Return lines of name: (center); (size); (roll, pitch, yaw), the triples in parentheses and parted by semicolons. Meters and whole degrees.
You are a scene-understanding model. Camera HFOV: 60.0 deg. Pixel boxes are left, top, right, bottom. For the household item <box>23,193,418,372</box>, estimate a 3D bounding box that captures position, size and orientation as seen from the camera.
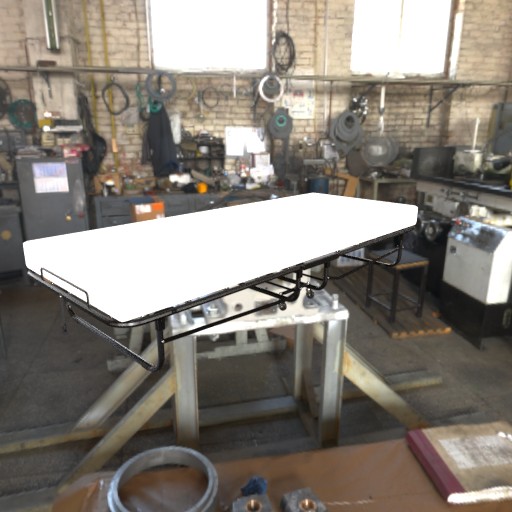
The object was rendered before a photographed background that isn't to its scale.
household item: (0.000, 0.000, 2.159); (0.787, 0.356, 1.905); (15, 22, 42)
